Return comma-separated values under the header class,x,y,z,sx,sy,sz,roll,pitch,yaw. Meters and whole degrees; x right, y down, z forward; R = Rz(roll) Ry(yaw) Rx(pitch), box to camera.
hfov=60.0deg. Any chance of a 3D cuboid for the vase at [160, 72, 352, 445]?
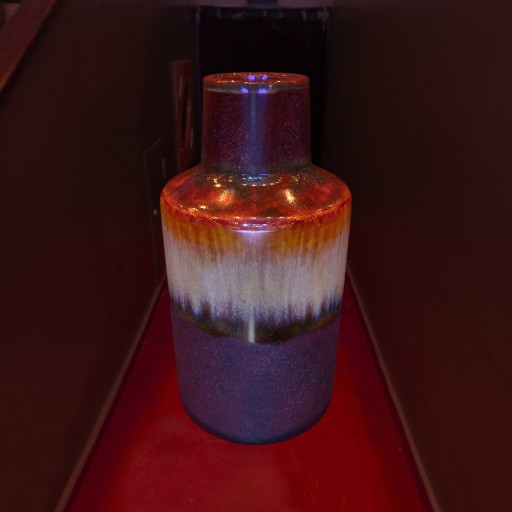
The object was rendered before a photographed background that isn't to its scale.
class,x,y,z,sx,sy,sz,roll,pitch,yaw
vase,0.000,0.000,0.270,0.108,0.204,0.108,0,27,0
